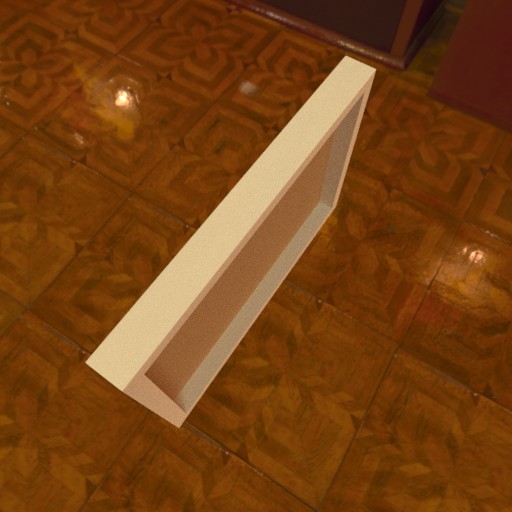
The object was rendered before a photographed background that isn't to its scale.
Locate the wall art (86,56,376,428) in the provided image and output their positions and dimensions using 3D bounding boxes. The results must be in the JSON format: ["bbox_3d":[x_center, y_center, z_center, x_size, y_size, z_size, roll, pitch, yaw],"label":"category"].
[{"bbox_3d":[0.000,0.000,0.497,0.039,0.254,0.384,32,68,15],"label":"wall art"}]
